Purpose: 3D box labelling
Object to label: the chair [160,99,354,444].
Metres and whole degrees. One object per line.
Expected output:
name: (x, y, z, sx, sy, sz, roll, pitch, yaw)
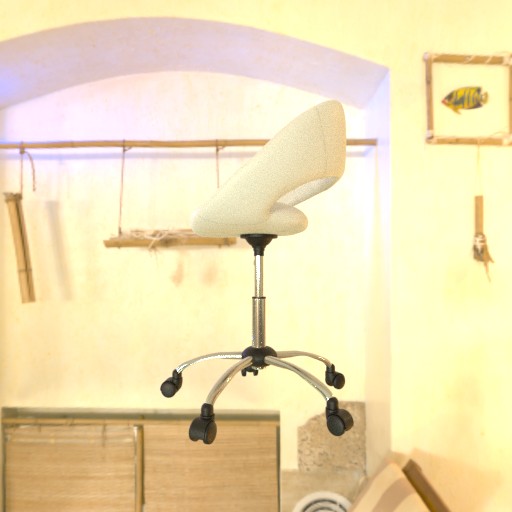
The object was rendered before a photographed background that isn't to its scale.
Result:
chair: (0.000, 0.000, 1.209, 0.538, 0.791, 0.612, 0, -1, 0)
